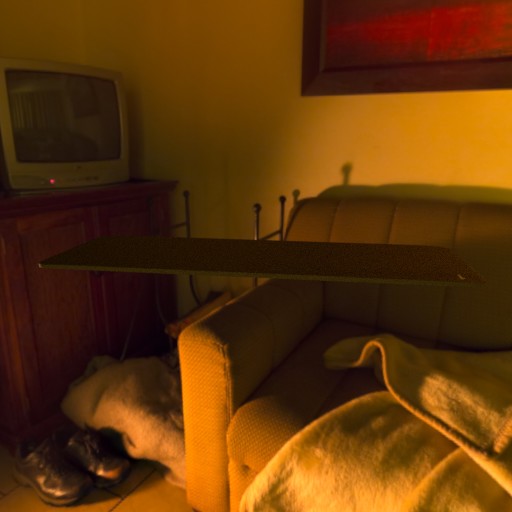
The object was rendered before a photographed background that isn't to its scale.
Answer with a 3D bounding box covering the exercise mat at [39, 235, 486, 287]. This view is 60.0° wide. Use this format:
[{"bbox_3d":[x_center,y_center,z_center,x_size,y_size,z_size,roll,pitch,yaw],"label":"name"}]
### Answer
[{"bbox_3d":[0.000,0.000,2.073,1.869,0.021,0.616,2,14,8],"label":"exercise mat"}]
